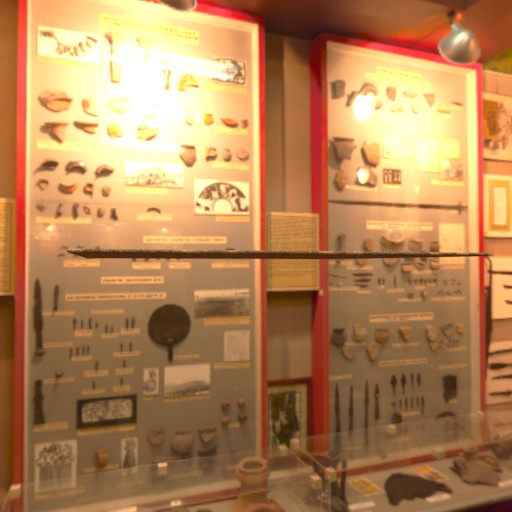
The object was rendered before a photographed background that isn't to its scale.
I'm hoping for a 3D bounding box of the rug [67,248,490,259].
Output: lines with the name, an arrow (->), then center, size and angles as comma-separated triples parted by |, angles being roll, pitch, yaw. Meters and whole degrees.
rug -> 0.000, 0.000, 4.037 | 3.000, 0.026, 2.399 | 0, -1, -19
